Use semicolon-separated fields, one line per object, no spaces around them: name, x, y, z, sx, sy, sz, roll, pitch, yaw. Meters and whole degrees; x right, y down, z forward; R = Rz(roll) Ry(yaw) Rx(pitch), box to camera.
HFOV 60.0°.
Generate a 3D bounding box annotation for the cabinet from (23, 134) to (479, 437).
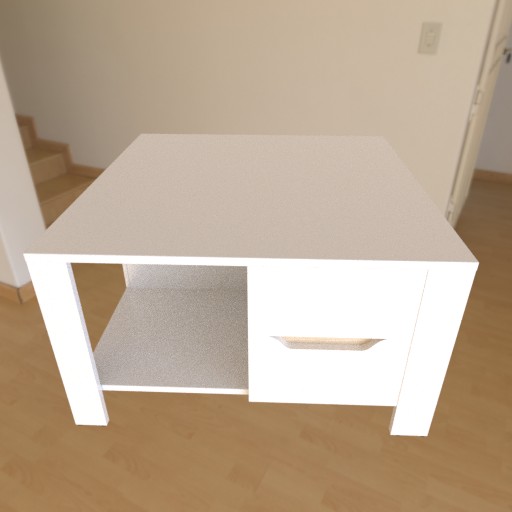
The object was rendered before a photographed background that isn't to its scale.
cabinet;0.000;0.000;1.236;0.800;0.460;0.800;1;30;2
